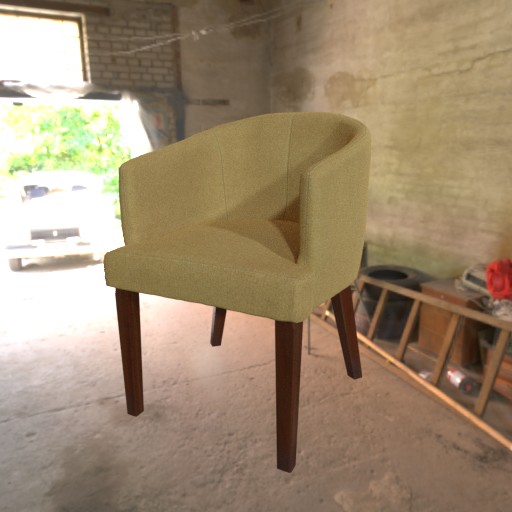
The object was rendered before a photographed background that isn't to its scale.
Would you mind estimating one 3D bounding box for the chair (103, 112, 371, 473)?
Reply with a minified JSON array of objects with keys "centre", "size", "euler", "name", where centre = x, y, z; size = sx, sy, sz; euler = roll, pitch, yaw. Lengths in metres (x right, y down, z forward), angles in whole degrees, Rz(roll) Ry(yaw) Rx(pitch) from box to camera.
[{"centre":[0.000,0.000,1.252],"size":[0.583,0.811,0.655],"euler":[7,16,26],"name":"chair"}]
